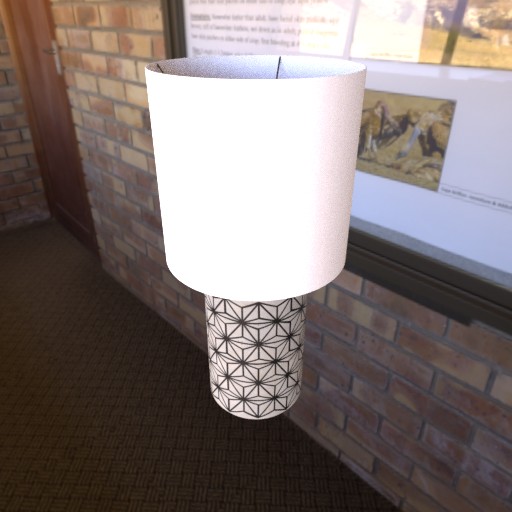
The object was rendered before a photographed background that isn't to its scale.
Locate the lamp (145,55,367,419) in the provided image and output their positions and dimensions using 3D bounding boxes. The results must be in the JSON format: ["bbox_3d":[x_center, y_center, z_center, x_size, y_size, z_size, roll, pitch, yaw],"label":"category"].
[{"bbox_3d":[0.000,0.000,0.522,0.206,0.416,0.206,7,30,13],"label":"lamp"}]
